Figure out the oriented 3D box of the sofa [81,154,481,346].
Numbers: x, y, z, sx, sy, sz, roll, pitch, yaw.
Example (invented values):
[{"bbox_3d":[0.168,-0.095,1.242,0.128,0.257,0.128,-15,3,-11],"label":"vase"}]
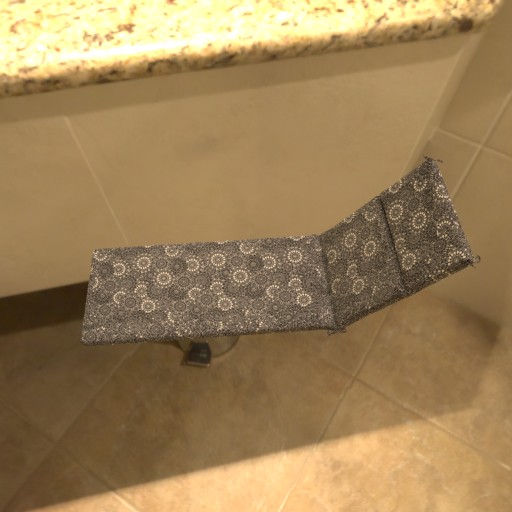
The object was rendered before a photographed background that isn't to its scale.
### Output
[{"bbox_3d":[0.000,0.000,1.991,1.663,0.622,0.582,-4,58,-2],"label":"sofa"}]
